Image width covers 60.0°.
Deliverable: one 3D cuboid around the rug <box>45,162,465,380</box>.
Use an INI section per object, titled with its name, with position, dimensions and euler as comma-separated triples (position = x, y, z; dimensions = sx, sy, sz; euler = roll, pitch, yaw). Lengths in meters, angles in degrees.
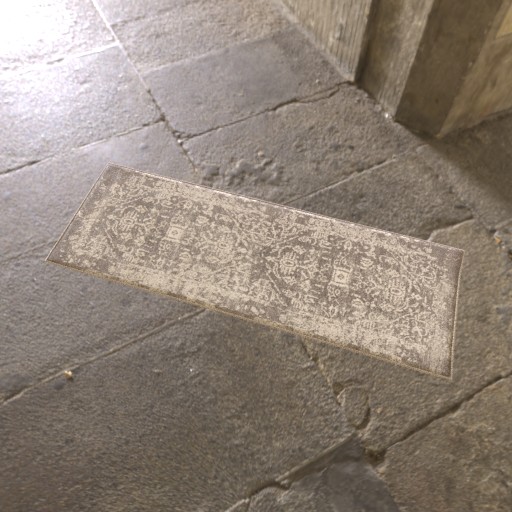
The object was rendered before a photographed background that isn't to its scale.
[rug]
position = 0.000, 0.000, 2.732
dimensions = 2.452, 0.017, 0.855
euler = 15, 60, 9
